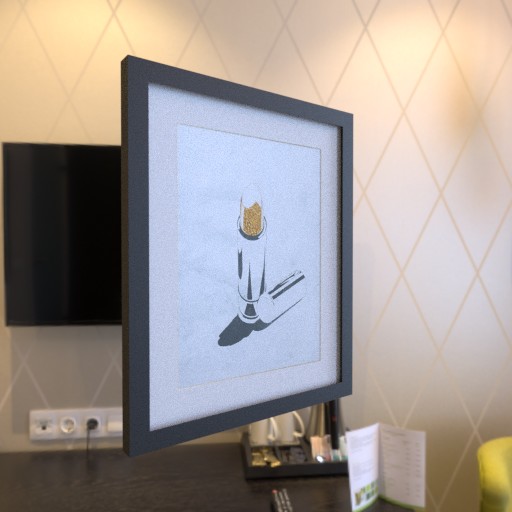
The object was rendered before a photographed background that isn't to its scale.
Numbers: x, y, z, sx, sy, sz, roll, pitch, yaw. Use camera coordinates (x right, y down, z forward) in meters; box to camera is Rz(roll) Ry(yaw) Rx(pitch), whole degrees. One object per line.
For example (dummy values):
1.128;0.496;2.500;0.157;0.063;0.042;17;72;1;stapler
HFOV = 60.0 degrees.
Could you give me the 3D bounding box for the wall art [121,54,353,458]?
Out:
0.000;0.000;0.760;0.457;0.559;0.029;-1;1;-36;wall art
